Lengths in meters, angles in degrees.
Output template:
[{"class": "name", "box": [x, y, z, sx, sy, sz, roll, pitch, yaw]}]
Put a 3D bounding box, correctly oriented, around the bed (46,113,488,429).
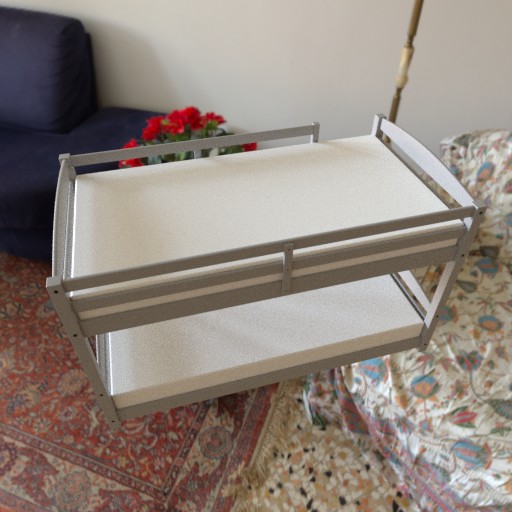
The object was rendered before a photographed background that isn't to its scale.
[{"class": "bed", "box": [0.000, 0.000, 2.699, 2.013, 1.206, 1.105, -11, 43, -11]}]
